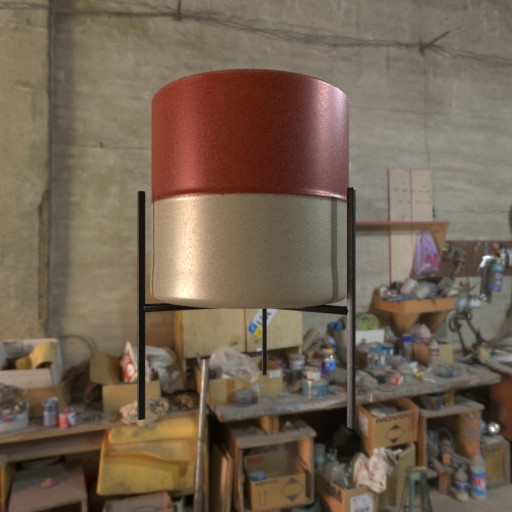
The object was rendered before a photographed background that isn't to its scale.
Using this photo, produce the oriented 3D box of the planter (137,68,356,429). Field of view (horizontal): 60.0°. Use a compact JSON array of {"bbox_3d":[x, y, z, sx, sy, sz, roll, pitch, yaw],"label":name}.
[{"bbox_3d":[0.000,0.000,0.528,0.251,0.354,0.235,0,0,37],"label":"planter"}]
